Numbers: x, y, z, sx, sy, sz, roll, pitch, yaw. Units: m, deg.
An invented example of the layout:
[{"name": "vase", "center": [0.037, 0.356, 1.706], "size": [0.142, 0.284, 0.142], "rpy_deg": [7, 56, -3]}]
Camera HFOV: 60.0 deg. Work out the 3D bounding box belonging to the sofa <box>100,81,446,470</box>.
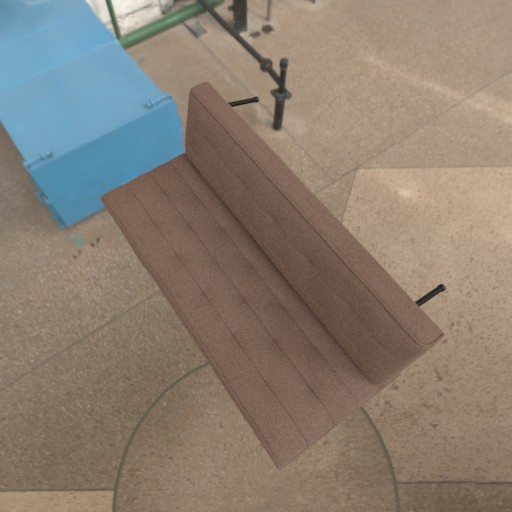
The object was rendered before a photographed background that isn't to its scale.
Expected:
[{"name": "sofa", "center": [0.000, 0.000, 2.382], "size": [1.038, 0.810, 1.820], "rpy_deg": [-32, 66, -16]}]
